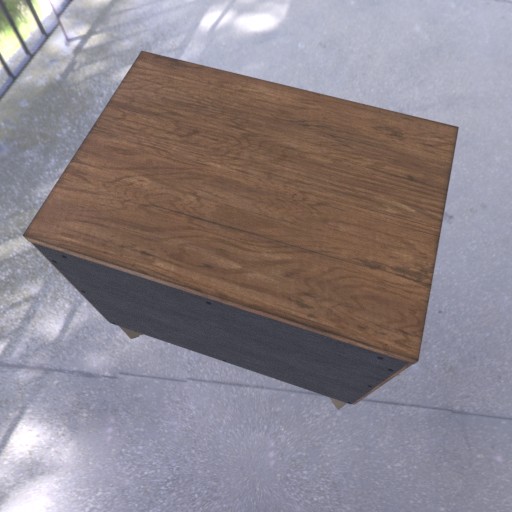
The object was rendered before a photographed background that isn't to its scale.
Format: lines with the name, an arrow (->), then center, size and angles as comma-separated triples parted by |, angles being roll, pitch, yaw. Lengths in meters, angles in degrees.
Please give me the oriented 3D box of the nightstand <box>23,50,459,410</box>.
nightstand -> 0.000, 0.000, 1.005 | 0.610, 0.610, 0.446 | 17, 65, 8
